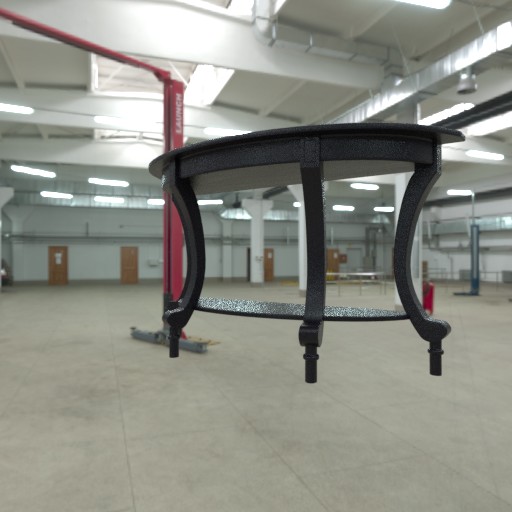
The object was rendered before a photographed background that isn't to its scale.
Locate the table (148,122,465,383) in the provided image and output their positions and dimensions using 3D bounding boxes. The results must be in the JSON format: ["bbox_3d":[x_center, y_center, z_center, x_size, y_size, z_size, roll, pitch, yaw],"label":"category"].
[{"bbox_3d":[0.000,0.000,1.460,1.198,0.692,0.394,0,0,35],"label":"table"}]
